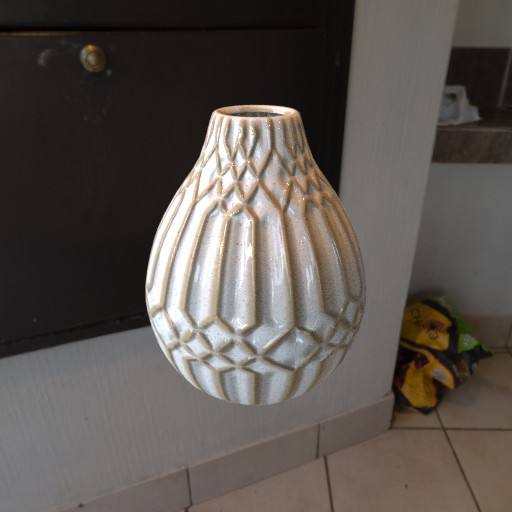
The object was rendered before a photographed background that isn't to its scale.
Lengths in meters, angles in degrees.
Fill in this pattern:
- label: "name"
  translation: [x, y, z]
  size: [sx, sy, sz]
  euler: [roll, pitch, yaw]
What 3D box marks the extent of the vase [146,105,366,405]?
- label: "vase"
  translation: [0.000, 0.000, 0.318]
  size: [0.159, 0.200, 0.159]
  euler: [0, 26, 0]
